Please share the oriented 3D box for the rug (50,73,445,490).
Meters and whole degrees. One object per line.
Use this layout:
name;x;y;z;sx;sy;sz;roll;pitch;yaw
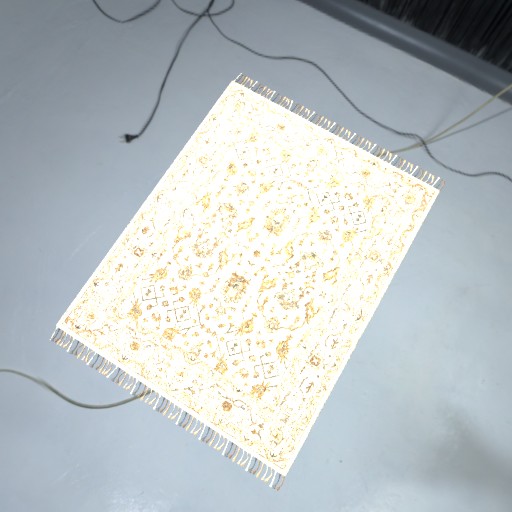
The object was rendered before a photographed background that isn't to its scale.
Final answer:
rug;0.000;0.000;2.212;1.278;0.009;1.726;30;77;8
